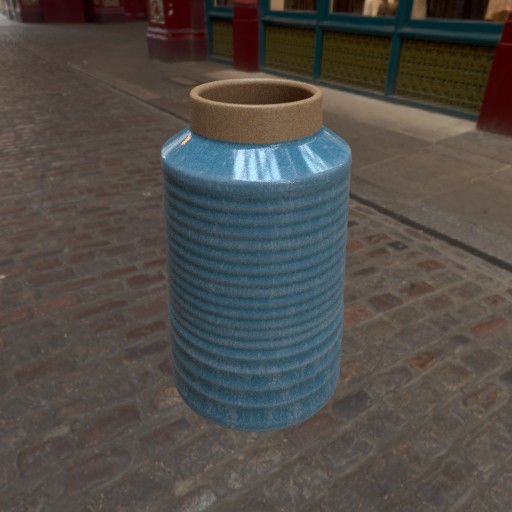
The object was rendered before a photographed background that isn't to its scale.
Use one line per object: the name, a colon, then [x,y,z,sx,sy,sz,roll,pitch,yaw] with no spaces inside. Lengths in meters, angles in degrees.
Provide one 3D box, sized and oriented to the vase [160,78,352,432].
vase: [0.000,0.000,0.373,0.163,0.267,0.163,0,32,0]
